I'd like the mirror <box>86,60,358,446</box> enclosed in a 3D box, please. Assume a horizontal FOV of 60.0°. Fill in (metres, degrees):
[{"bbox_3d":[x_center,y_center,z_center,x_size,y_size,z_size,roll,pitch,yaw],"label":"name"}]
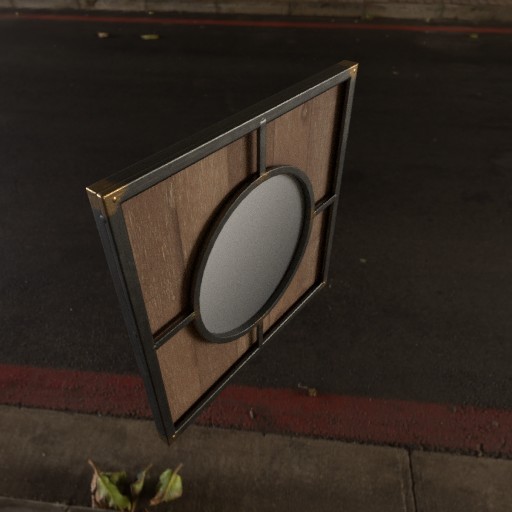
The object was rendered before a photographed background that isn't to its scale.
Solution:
[{"bbox_3d":[0.000,0.000,0.562,0.020,0.381,0.382,28,48,28],"label":"mirror"}]
